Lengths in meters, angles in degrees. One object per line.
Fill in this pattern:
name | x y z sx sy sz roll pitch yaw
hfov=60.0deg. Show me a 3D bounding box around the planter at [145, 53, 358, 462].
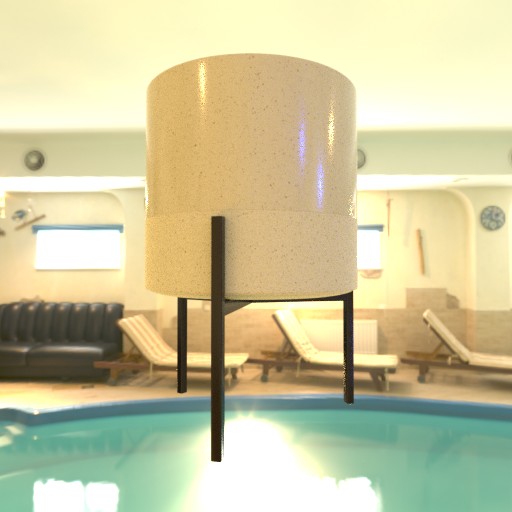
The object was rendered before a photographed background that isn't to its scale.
planter | 0.000 0.000 0.327 0.159 0.230 0.152 0 -1 -18
